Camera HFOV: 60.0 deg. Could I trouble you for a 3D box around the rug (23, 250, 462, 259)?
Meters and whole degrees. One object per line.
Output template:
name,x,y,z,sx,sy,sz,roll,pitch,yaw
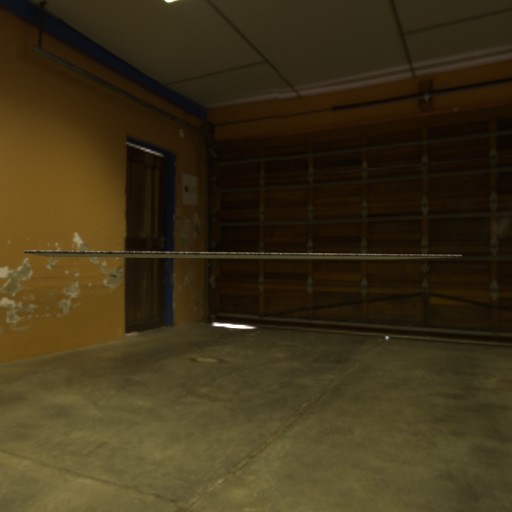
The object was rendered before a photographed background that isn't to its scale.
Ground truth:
rug,0.000,0.000,2.558,2.305,0.013,0.719,1,-2,-18
